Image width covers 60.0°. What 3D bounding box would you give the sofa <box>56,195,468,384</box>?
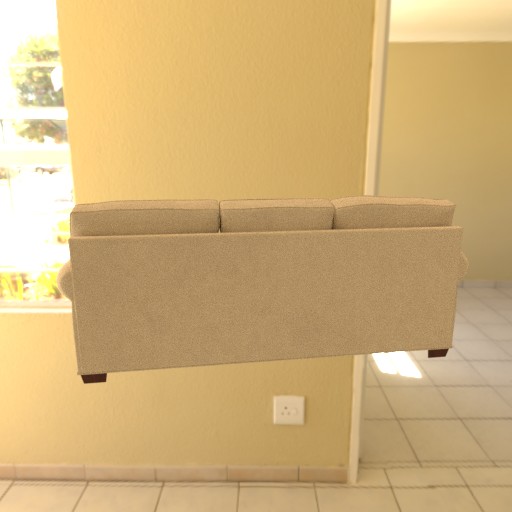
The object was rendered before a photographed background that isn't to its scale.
[{"bbox_3d":[0.000,0.000,2.409,1.770,0.734,1.226,-2,14,-9],"label":"sofa"}]
